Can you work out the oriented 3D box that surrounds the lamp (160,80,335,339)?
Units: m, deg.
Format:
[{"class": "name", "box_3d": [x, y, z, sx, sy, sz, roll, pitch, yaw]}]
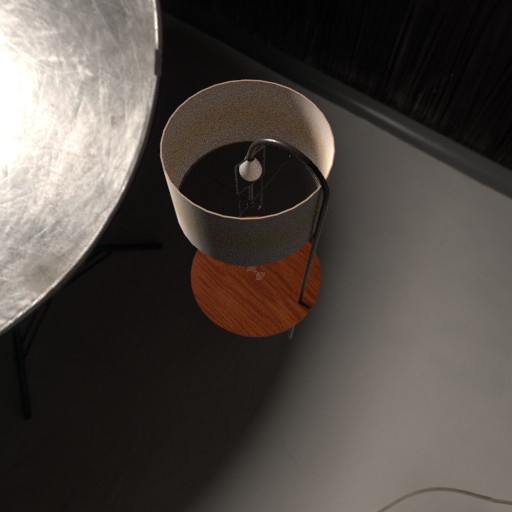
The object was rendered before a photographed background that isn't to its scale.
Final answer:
[{"class": "lamp", "box_3d": [0.000, 0.000, 1.797, 0.573, 1.517, 0.573, 0, 65, 0]}]
